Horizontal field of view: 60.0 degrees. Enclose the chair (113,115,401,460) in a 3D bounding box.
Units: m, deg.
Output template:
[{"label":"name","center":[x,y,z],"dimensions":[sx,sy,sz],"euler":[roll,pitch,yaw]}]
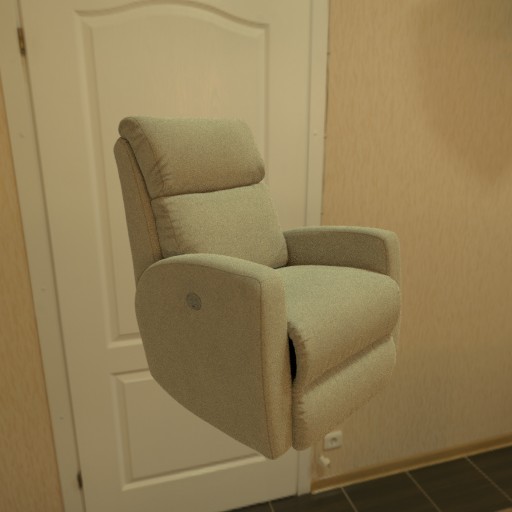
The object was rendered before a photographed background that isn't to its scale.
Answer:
[{"label":"chair","center":[0.000,0.000,1.679],"dimensions":[0.940,1.021,0.794],"euler":[15,22,42]}]
